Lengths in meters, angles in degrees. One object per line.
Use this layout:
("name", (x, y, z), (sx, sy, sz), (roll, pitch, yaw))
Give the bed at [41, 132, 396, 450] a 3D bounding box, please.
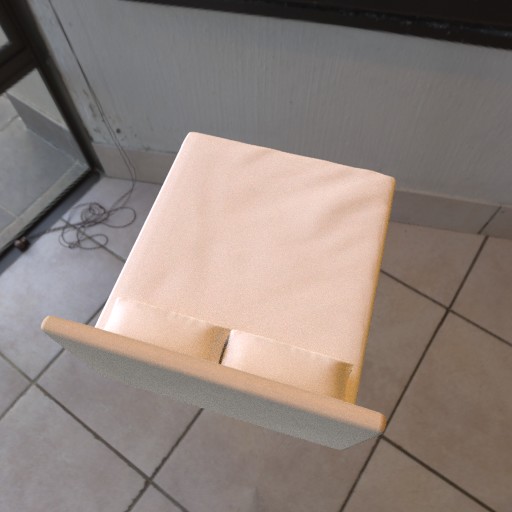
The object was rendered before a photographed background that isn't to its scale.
("bed", (0.000, 0.000, 3.529), (2.119, 1.317, 2.319), (15, 63, 7))
